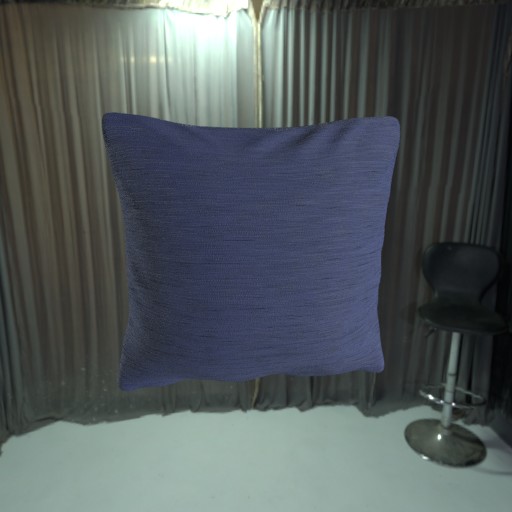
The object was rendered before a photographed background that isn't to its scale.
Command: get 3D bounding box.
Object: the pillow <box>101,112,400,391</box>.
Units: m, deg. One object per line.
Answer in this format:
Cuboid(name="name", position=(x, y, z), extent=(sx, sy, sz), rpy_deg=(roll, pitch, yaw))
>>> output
Cuboid(name="pillow", position=(0.000, 0.000, 0.675), extent=(0.432, 0.414, 0.246), rpy_deg=(-2, 13, -8))
